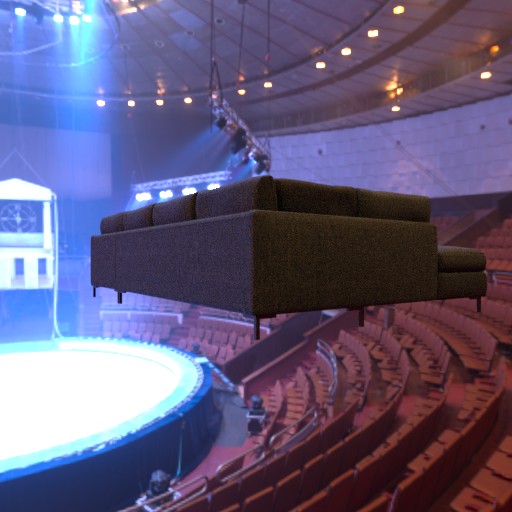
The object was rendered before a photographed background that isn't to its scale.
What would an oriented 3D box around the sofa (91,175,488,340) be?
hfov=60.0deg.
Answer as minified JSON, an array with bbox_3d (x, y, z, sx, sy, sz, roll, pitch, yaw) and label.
[{"bbox_3d":[0.000,0.000,3.530,1.879,0.753,2.737,0,0,-35],"label":"sofa"}]
